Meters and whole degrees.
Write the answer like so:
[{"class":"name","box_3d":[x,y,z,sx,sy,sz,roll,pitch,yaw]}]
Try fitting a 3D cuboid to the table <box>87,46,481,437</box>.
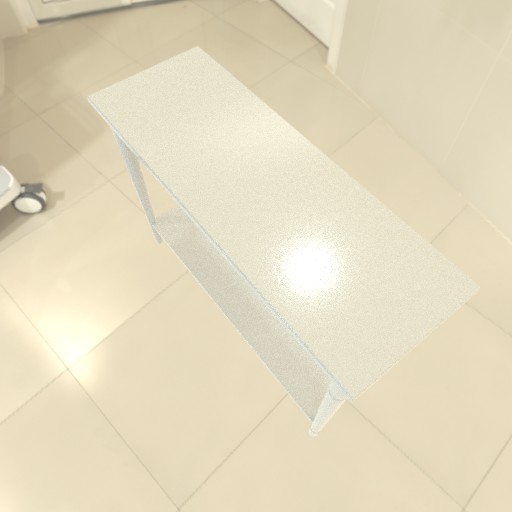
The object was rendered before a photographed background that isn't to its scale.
[{"class":"table","box_3d":[0.000,0.000,1.416,0.381,0.749,1.067,-34,65,-19]}]
